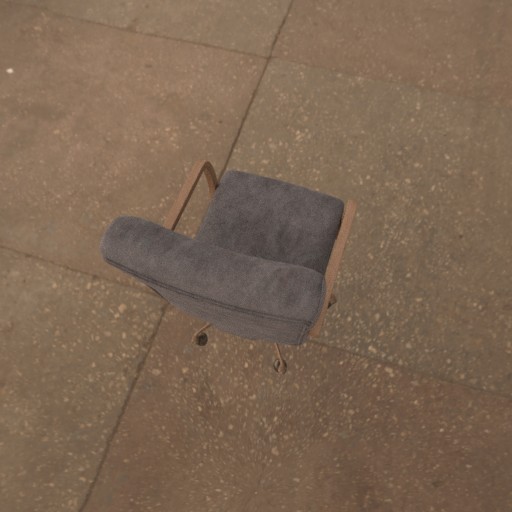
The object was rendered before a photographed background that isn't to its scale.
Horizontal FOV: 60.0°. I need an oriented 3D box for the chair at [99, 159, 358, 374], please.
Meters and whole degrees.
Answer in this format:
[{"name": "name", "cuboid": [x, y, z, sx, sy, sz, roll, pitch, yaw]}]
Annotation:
[{"name": "chair", "cuboid": [0.000, 0.000, 1.495, 0.640, 1.029, 0.741, 17, 63, 9]}]
